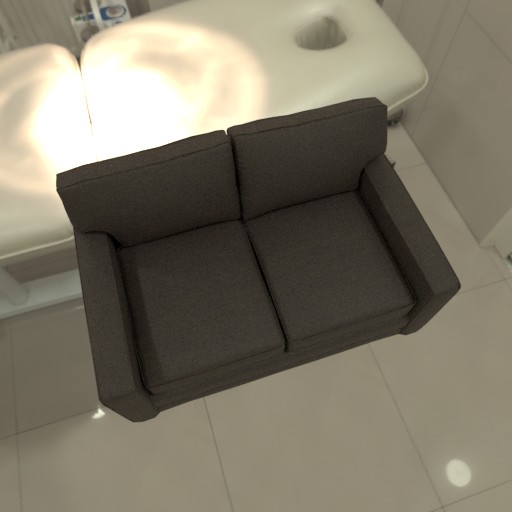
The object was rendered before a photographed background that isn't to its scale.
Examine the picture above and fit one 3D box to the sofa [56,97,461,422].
[{"bbox_3d":[0.000,0.000,2.072,1.534,0.887,0.974,-16,63,-8],"label":"sofa"}]
